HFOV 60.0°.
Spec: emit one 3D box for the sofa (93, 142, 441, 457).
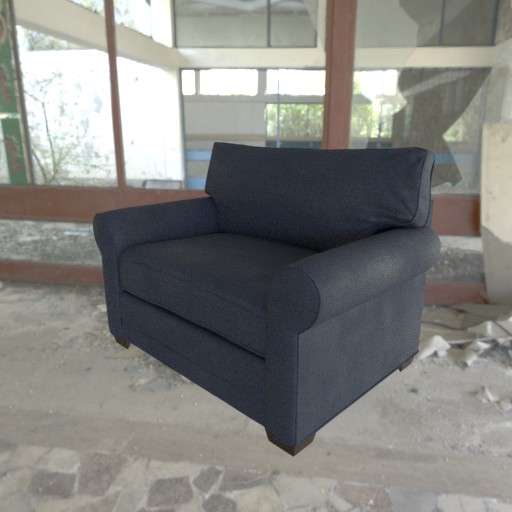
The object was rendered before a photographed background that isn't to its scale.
[{"bbox_3d":[0.000,0.000,2.065,1.405,1.004,0.938,15,22,42],"label":"sofa"}]
